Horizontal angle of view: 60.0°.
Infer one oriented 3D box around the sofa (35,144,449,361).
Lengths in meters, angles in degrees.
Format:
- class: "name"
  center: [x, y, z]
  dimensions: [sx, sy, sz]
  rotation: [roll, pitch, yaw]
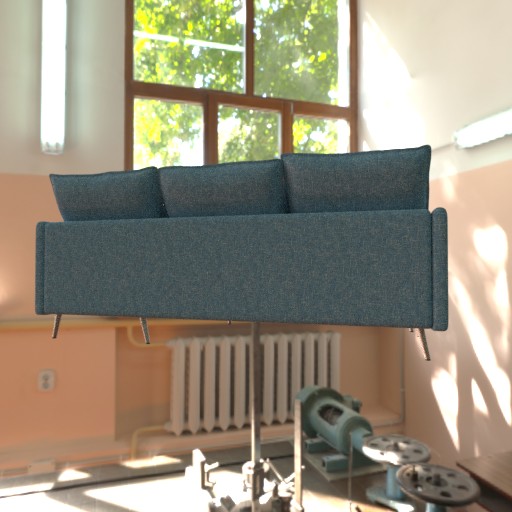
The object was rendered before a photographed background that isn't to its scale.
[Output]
- class: "sofa"
  center: [0.000, 0.000, 2.733]
  dimensions: [2.034, 0.899, 1.420]
  rotation: [0, -1, 17]
